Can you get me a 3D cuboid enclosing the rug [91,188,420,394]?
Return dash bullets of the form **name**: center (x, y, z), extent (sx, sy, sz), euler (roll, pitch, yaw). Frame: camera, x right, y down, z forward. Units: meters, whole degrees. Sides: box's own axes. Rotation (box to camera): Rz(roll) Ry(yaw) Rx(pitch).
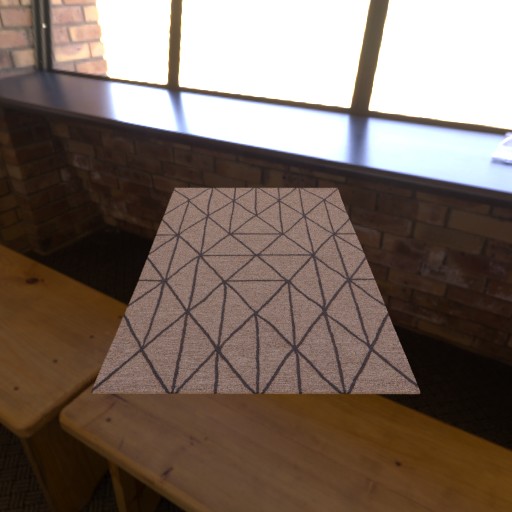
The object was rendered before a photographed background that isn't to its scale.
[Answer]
- **rug**: center (0.000, 0.000, 3.107), extent (1.526, 0.008, 2.465), euler (0, 31, 0)
